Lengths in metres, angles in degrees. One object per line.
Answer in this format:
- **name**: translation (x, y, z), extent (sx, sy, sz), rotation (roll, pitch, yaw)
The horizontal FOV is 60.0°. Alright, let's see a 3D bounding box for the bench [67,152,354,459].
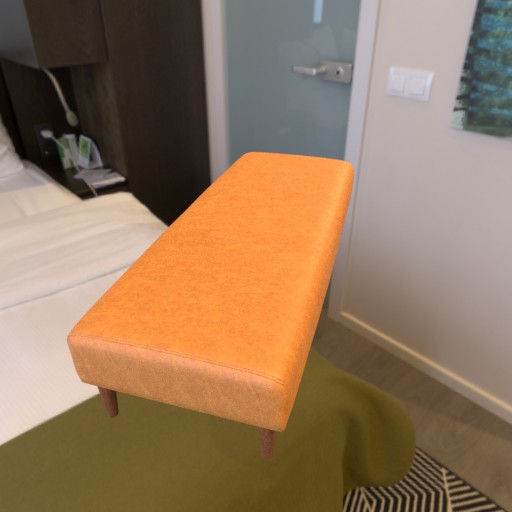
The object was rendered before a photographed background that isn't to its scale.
- **bench**: translation (0.000, 0.000, 1.854), extent (0.653, 0.399, 1.610), rotation (9, 32, 14)
